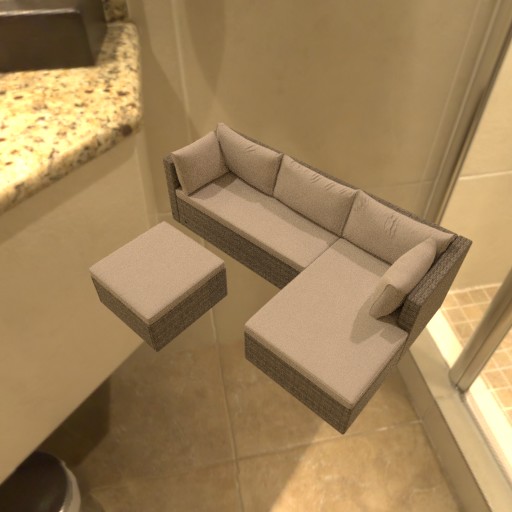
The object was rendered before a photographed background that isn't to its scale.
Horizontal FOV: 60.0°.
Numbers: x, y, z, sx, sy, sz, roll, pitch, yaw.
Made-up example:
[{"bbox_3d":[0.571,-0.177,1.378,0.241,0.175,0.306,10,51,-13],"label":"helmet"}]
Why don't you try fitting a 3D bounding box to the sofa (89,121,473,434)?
[{"bbox_3d":[0.000,0.000,3.042,2.192,0.766,1.662,32,53,28],"label":"sofa"}]
